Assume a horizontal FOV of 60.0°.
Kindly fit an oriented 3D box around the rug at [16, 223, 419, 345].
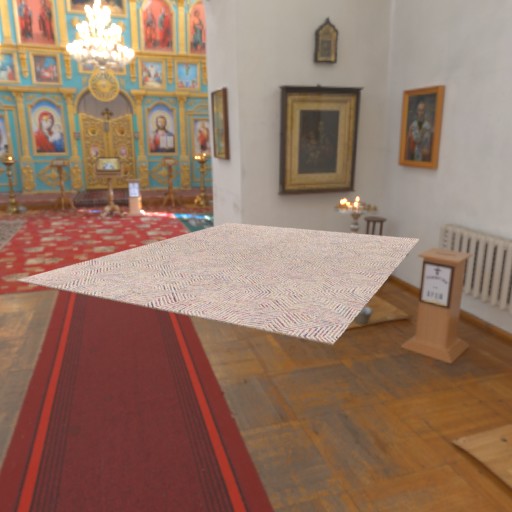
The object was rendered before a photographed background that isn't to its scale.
[{"bbox_3d":[0.000,0.000,4.064,2.442,0.008,3.046,7,15,27],"label":"rug"}]
